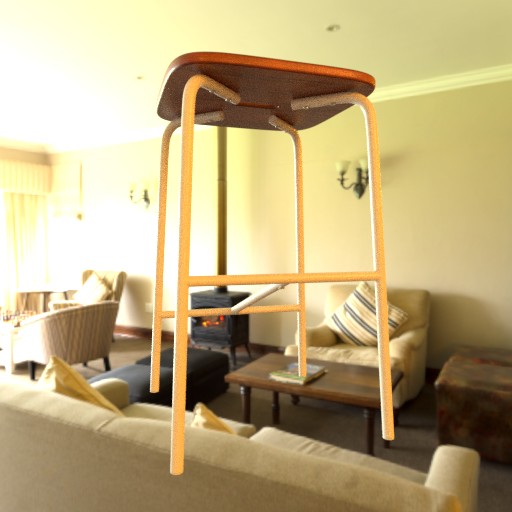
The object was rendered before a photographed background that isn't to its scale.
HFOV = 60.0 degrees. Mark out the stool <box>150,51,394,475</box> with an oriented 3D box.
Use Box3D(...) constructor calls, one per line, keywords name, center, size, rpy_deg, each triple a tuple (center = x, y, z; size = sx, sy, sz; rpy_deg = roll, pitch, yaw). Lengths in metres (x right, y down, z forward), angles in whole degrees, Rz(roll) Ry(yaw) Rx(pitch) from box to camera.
Box3D(name="stool", center=(0.000, 0.000, 0.857), size=(0.376, 0.610, 0.376), rpy_deg=(-1, 2, -18))
